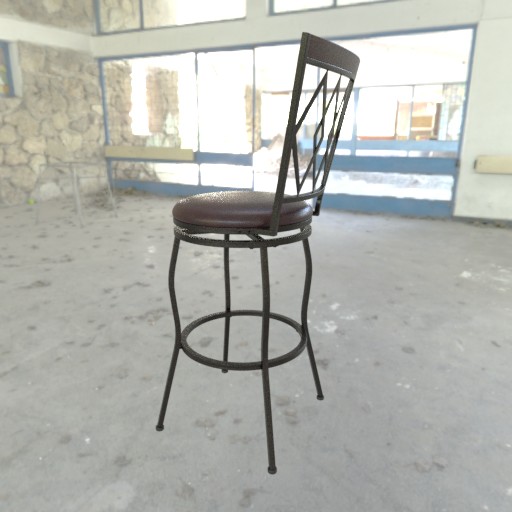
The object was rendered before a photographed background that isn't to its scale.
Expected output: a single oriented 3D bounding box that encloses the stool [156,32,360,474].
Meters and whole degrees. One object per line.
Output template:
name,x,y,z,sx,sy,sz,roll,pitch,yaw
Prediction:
stool,0.000,0.000,1.355,0.521,1.134,0.432,8,17,26
